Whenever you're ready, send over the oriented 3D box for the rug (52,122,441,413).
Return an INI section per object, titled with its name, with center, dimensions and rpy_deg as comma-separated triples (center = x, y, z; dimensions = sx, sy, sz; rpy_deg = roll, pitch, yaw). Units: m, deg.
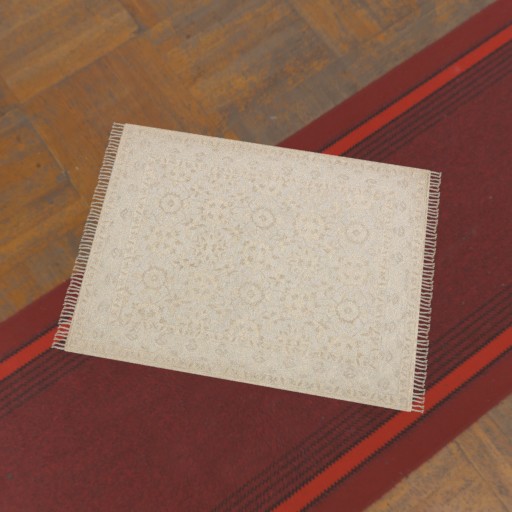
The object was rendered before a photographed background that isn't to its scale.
[rug]
center = 0.000, 0.000, 2.226
dimensions = 1.771, 0.015, 1.223
rpy_deg = 9, 76, 2
